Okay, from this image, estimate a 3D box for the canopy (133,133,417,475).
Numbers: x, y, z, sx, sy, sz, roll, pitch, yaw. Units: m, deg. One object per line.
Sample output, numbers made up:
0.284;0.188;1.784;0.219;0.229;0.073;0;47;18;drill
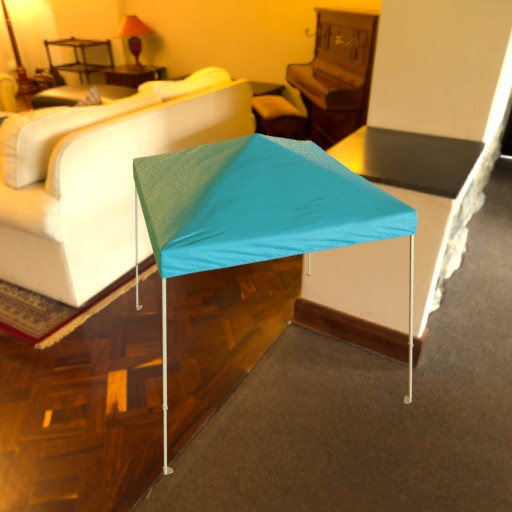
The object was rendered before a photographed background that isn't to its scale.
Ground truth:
0.000;0.000;5.164;2.850;2.850;2.849;-10;32;-16;canopy
